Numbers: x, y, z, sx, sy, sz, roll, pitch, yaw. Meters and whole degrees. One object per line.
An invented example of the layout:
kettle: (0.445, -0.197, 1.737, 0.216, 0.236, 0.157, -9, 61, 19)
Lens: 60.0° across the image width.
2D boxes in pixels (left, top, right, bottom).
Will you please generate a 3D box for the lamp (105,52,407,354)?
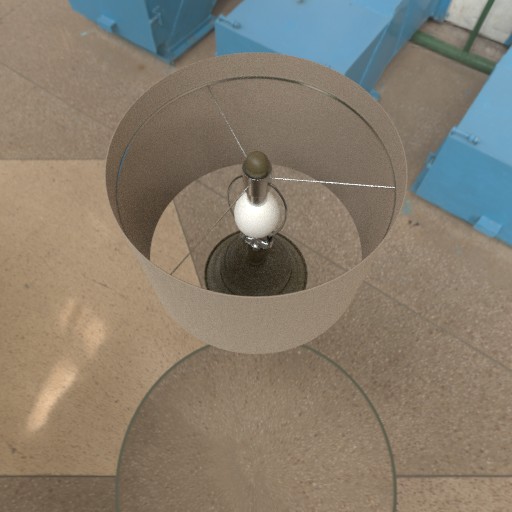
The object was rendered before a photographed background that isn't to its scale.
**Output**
lamp: (0.000, 0.000, 0.686, 0.318, 0.486, 0.318, 0, 64, 0)
